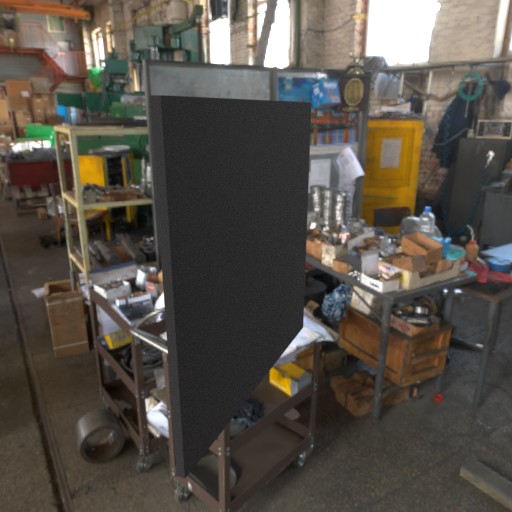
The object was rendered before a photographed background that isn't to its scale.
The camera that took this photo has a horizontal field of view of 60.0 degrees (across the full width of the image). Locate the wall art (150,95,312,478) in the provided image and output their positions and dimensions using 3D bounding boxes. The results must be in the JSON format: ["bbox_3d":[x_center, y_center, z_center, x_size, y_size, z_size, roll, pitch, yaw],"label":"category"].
[{"bbox_3d":[0.000,0.000,0.690,0.013,0.458,0.456,8,20,24],"label":"wall art"}]
